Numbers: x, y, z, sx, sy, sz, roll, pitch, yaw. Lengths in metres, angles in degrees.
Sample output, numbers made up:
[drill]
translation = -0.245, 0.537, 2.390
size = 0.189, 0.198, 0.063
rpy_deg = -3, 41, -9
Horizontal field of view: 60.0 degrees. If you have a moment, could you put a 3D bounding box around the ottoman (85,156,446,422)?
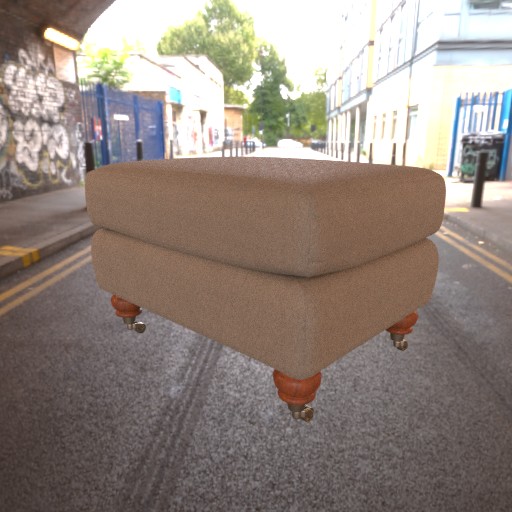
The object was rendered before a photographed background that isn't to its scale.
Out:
[ottoman]
translation = 0.000, 0.000, 1.161
size = 0.773, 0.504, 0.569
rpy_deg = 14, 20, 42
